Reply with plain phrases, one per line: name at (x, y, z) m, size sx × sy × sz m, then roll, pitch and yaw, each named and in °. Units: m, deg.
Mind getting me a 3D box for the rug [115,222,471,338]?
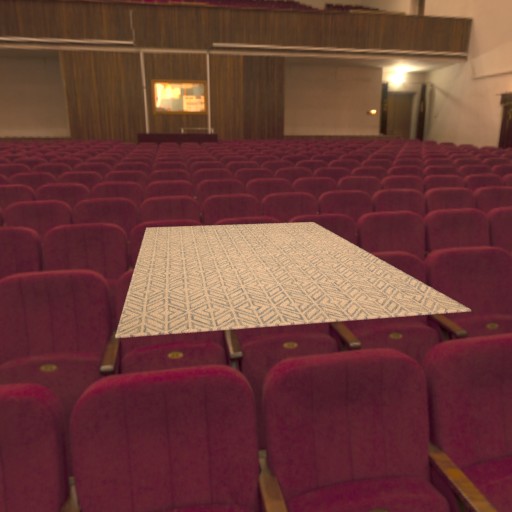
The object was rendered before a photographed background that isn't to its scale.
rug at (0.000, 0.000, 2.338) m, size 1.220 × 0.008 × 1.824 m, roll -3°, pitch 15°, yaw -10°
